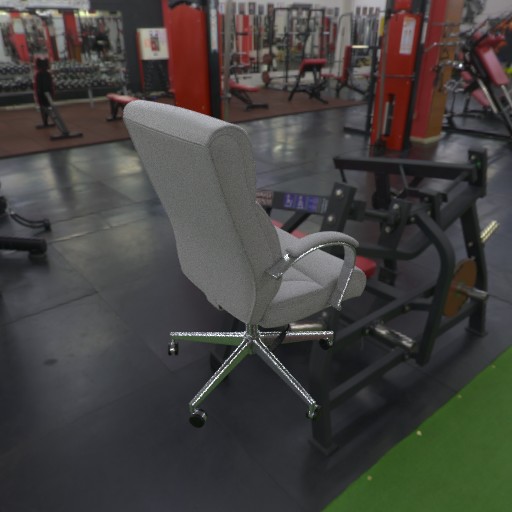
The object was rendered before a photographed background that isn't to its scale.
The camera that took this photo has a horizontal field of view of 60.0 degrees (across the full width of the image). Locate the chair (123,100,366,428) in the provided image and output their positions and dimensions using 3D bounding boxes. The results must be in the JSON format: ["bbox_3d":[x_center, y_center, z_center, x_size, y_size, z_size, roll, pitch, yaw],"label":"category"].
[{"bbox_3d":[0.000,0.000,1.644,0.745,1.099,0.727,-19,32,-32],"label":"chair"}]
